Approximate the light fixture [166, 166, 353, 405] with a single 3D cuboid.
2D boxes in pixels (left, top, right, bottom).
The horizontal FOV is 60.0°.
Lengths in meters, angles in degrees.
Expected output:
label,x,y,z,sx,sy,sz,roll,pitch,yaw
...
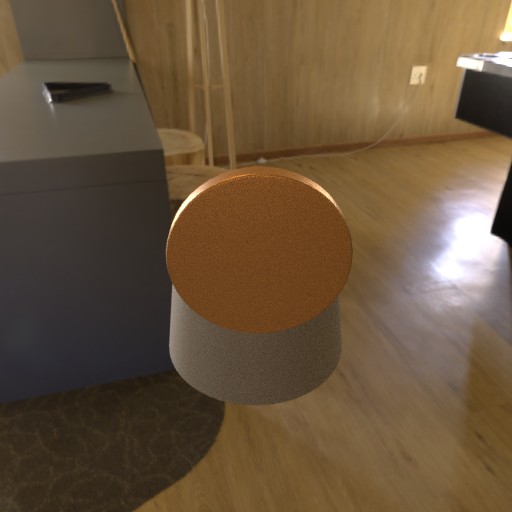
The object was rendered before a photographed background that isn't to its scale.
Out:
label,x,y,z,sx,sy,sz,roll,pitch,yaw
light fixture,0.000,0.000,0.443,0.204,0.268,0.254,-1,31,-1
